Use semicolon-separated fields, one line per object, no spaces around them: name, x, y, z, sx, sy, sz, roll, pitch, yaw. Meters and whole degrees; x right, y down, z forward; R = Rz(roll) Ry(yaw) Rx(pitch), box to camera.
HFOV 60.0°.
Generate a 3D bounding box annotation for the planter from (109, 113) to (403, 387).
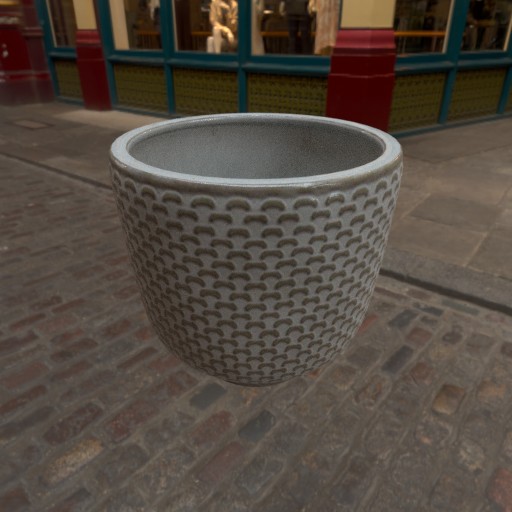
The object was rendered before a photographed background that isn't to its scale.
planter;0.000;0.000;0.303;0.173;0.160;0.173;0;28;0
